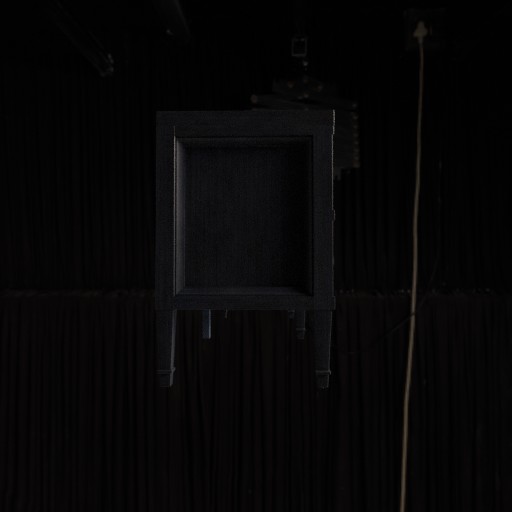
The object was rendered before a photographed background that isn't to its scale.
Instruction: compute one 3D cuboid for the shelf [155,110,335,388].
[{"bbox_3d":[0.000,0.000,1.929,0.479,0.719,1.575,0,-1,1],"label":"shelf"}]
